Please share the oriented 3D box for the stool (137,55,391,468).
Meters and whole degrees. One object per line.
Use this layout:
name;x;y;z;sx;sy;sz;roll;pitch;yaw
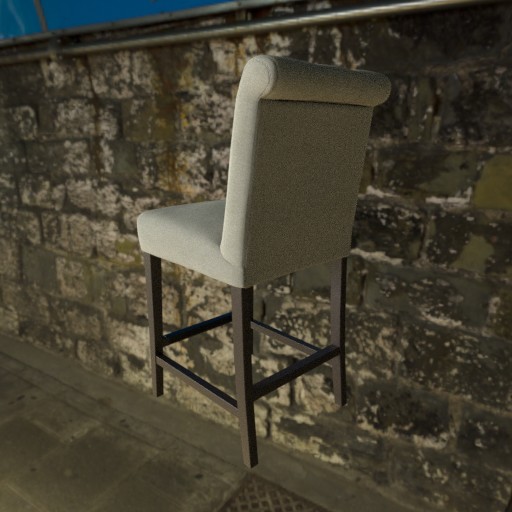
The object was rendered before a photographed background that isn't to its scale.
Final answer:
stool;0.000;0.000;1.360;0.493;1.040;0.601;-14;21;-41
